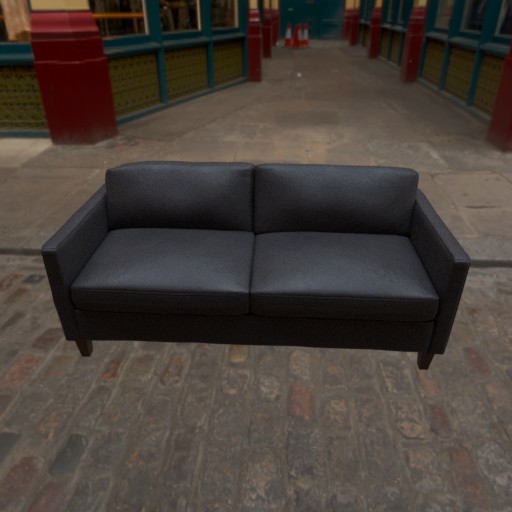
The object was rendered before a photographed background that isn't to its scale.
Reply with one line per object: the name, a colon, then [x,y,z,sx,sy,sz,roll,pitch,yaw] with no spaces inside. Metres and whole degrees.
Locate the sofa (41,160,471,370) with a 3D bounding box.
sofa: [0.000,0.000,2.468,1.971,0.863,0.933,2,30,3]
